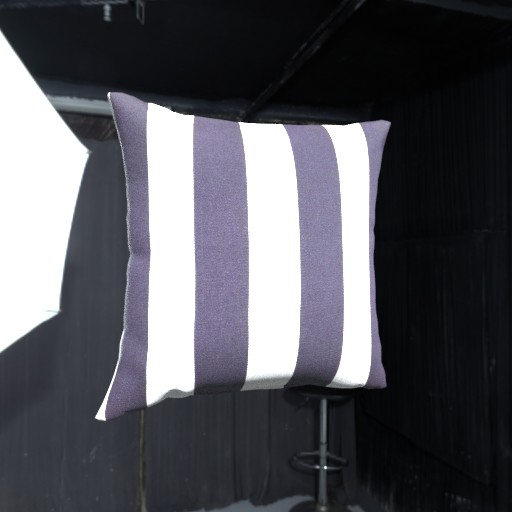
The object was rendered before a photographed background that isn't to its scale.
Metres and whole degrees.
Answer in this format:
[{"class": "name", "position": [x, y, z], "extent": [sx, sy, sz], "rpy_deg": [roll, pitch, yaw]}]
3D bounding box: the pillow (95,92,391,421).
[{"class": "pillow", "position": [0.000, 0.000, 0.788], "extent": [0.536, 0.526, 0.189], "rpy_deg": [0, -1, -17]}]
